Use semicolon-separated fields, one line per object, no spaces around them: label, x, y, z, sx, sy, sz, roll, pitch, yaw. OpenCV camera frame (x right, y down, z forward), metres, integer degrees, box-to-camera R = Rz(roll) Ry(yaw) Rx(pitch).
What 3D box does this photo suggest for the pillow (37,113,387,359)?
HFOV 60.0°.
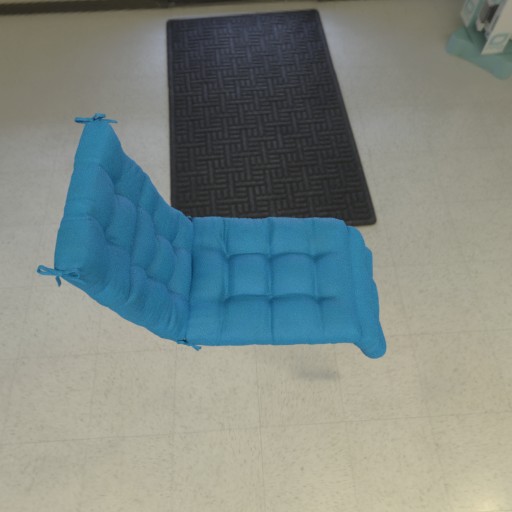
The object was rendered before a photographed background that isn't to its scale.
pillow;0.000;0.000;1.491;1.016;0.863;0.526;-1;62;0
